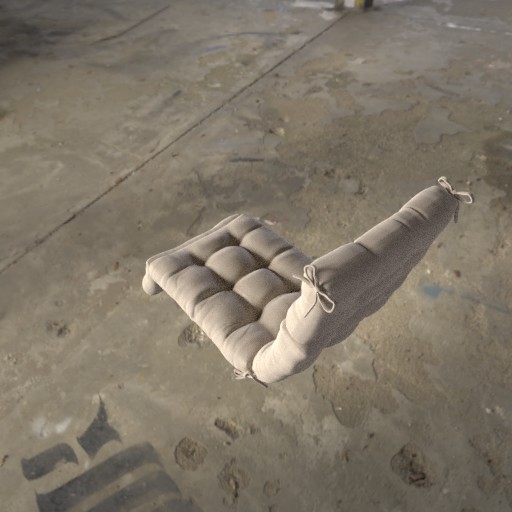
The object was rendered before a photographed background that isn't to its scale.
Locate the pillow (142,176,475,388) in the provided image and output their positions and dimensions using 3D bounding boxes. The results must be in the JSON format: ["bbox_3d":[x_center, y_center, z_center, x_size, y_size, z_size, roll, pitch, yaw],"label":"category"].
[{"bbox_3d":[0.000,0.000,1.487,0.526,0.863,1.016,-31,52,-28],"label":"pillow"}]
